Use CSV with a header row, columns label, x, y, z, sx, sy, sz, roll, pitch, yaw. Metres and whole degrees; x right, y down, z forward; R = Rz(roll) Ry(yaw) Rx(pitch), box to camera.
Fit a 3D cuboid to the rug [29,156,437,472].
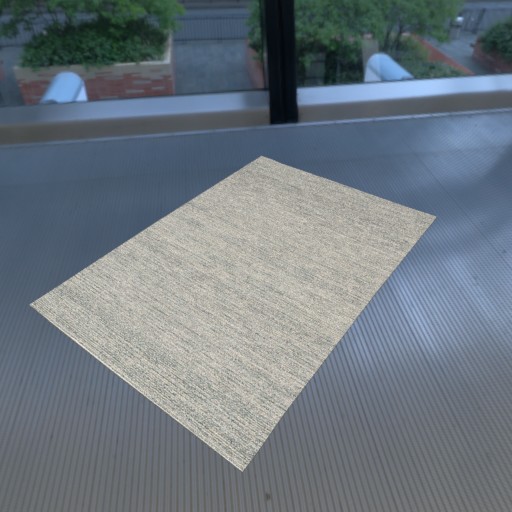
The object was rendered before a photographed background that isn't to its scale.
label,x,y,z,sx,sy,sz,roll,pitch,yaw
rug,0.000,0.000,2.958,1.616,0.030,2.338,26,47,27
